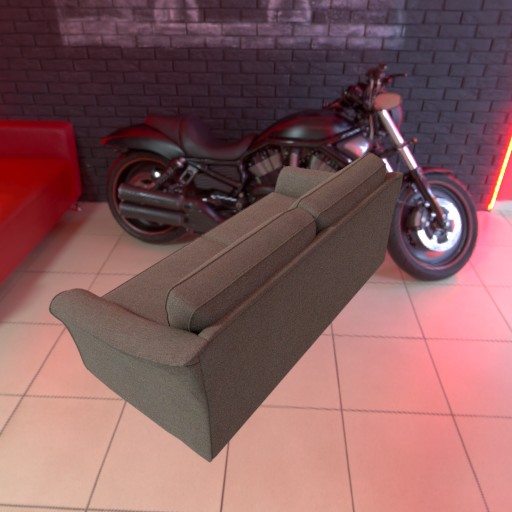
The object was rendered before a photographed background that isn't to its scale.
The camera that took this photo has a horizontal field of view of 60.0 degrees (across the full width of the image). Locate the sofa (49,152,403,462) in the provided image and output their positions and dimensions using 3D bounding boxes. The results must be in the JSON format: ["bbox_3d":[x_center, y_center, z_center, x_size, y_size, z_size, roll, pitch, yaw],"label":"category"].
[{"bbox_3d":[0.000,0.000,2.756,0.986,0.906,2.270,21,38,29],"label":"sofa"}]
